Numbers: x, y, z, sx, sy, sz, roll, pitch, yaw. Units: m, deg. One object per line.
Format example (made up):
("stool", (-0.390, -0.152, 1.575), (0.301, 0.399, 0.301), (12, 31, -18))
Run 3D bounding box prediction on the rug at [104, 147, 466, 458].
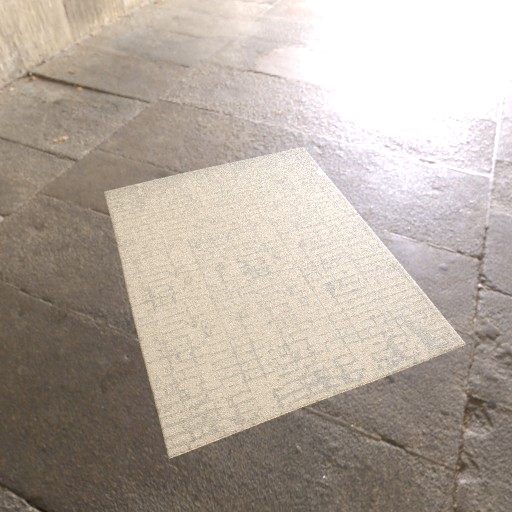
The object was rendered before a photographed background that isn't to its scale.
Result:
("rug", (0.000, 0.000, 4.236), (2.447, 0.014, 3.061), (-16, 49, -14))
